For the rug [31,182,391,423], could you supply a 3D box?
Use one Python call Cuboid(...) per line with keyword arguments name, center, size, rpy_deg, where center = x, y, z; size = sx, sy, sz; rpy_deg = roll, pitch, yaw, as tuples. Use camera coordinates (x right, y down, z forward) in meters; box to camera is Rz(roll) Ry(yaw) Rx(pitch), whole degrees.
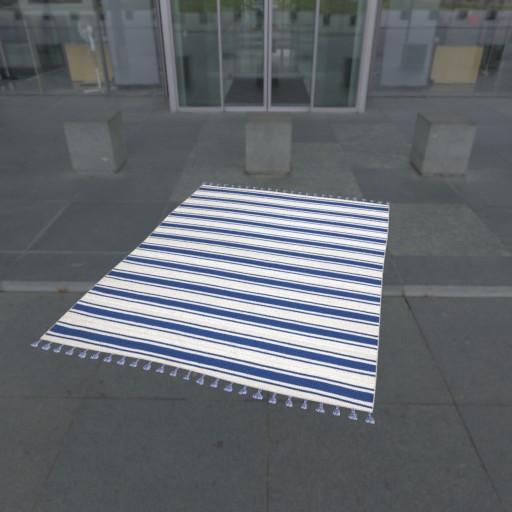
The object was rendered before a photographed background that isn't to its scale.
Cuboid(name="rug", center=(0.000, 0.000, 4.357), size=(2.471, 0.016, 3.416), rpy_deg=(9, 32, 14))
